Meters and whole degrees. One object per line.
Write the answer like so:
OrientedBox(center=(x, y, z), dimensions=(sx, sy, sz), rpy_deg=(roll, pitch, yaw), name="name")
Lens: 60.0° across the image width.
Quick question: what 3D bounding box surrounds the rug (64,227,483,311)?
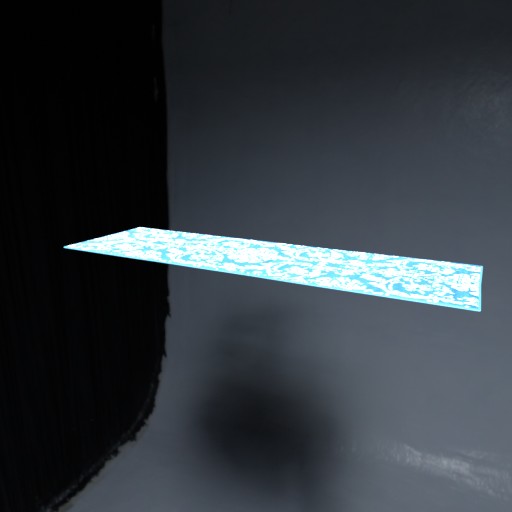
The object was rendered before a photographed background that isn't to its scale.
OrientedBox(center=(0.000, 0.000, 2.401), dimensions=(2.196, 0.011, 0.662), rpy_deg=(7, 17, 26), name="rug")
